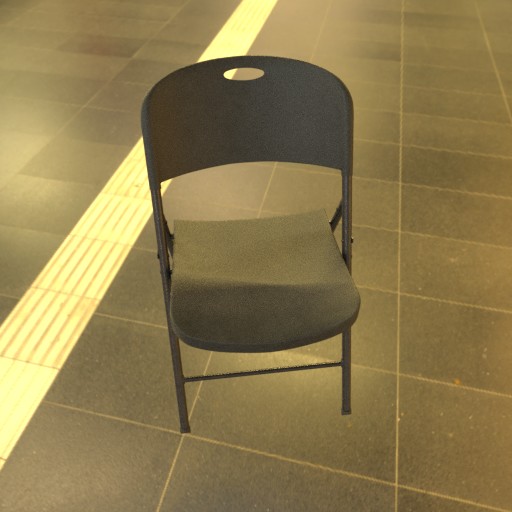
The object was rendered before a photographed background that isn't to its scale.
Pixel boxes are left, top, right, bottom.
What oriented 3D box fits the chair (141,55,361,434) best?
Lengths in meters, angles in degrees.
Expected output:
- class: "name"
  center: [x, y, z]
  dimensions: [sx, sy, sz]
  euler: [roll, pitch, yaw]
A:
- class: "chair"
  center: [0.000, 0.000, 1.155]
  dimensions: [0.494, 0.810, 0.566]
  euler: [-5, 47, -4]
